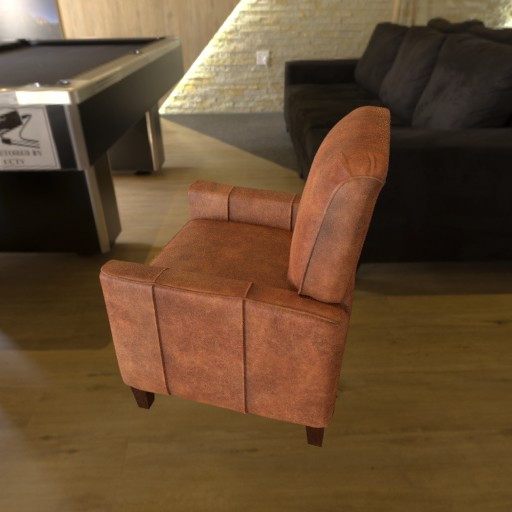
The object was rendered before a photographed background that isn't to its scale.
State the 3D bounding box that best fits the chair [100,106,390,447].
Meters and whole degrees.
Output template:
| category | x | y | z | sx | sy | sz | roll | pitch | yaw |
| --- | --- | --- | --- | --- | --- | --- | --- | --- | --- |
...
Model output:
| category | x | y | z | sx | sy | sz | roll | pitch | yaw |
| --- | --- | --- | --- | --- | --- | --- | --- | --- | --- |
| chair | 0.000 | 0.000 | 1.672 | 0.836 | 1.043 | 0.843 | 8 | 31 | 13 |
